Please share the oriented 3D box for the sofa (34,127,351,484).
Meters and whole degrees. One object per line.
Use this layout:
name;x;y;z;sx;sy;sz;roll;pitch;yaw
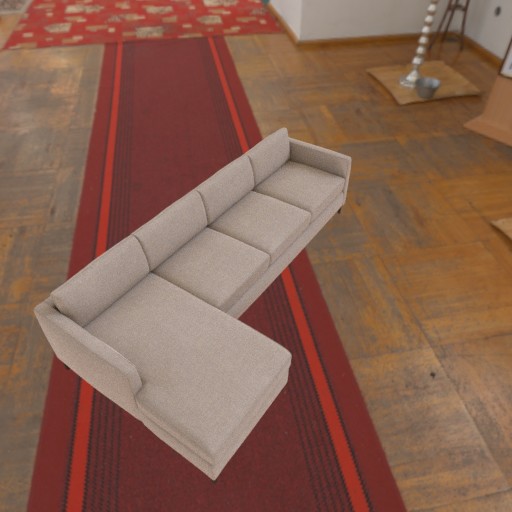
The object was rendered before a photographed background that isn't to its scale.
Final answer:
sofa;0.000;0.000;3.506;1.469;0.816;2.923;25;48;25
